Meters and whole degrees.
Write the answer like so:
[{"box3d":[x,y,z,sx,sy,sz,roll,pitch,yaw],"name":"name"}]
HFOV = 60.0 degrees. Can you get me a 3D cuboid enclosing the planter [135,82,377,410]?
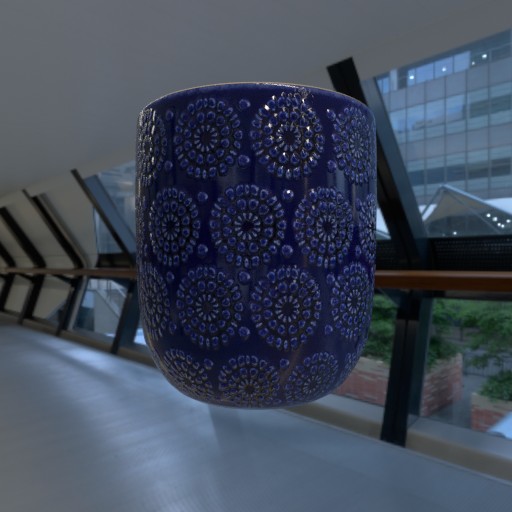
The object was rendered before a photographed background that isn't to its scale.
[{"box3d":[0.000,0.000,0.350,0.184,0.206,0.184,0,0,0],"name":"planter"}]
